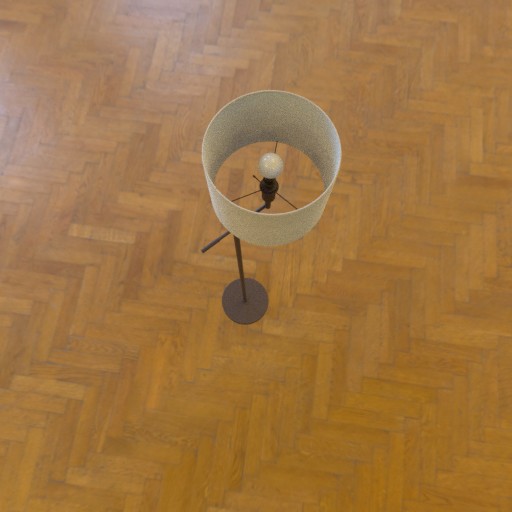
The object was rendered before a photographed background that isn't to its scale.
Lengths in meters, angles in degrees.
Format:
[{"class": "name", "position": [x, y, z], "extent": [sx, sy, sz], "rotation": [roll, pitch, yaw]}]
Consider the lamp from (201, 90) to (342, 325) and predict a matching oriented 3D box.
[{"class": "lamp", "position": [0.000, 0.000, 1.784], "extent": [0.416, 1.600, 0.324], "rotation": [-37, 78, -10]}]
